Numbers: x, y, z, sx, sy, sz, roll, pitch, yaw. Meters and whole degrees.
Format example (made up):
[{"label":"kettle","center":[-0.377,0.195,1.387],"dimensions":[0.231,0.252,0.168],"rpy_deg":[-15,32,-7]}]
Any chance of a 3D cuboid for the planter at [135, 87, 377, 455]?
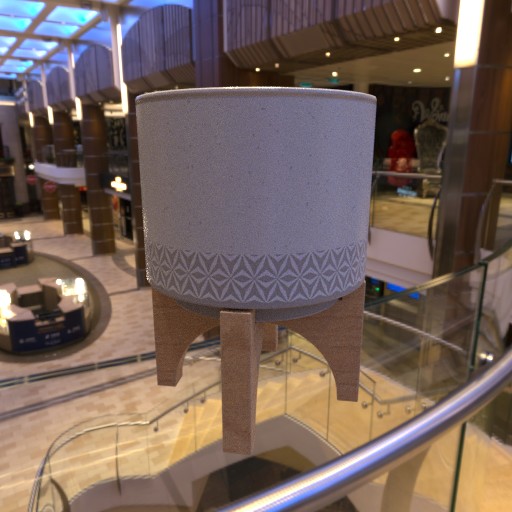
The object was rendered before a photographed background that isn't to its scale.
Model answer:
[{"label":"planter","center":[0.000,0.000,0.268],"dimensions":[0.130,0.178,0.130],"rpy_deg":[0,14,0]}]
